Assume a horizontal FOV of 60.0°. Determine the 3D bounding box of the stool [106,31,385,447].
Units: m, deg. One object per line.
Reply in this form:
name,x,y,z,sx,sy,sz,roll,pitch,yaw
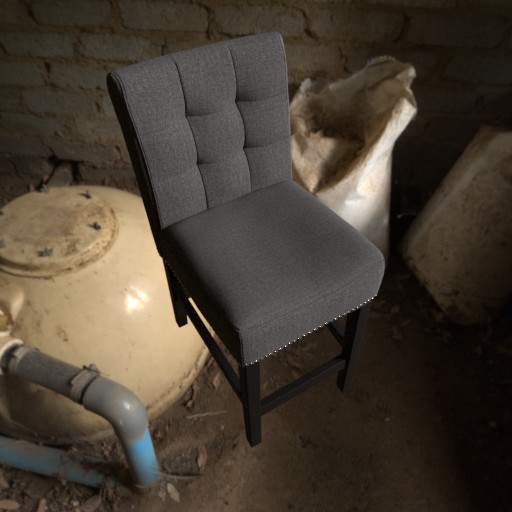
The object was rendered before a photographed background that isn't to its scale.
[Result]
stool,0.000,0.000,1.155,0.427,0.885,0.571,-24,52,-20
